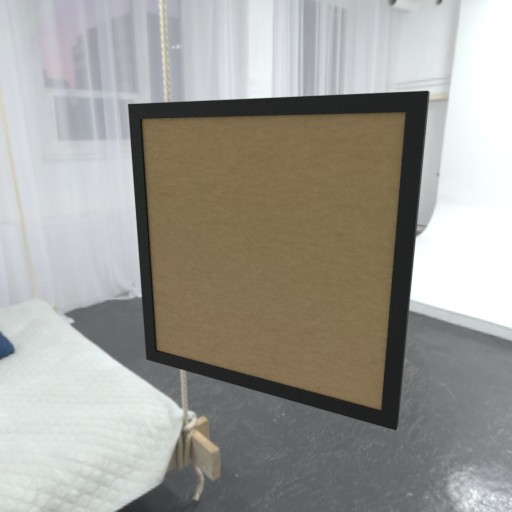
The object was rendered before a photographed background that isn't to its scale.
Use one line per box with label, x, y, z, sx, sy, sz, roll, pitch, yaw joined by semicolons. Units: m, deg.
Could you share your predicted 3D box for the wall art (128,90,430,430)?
wall art;0.000;0.000;0.532;0.358;0.357;0.012;8;17;26
